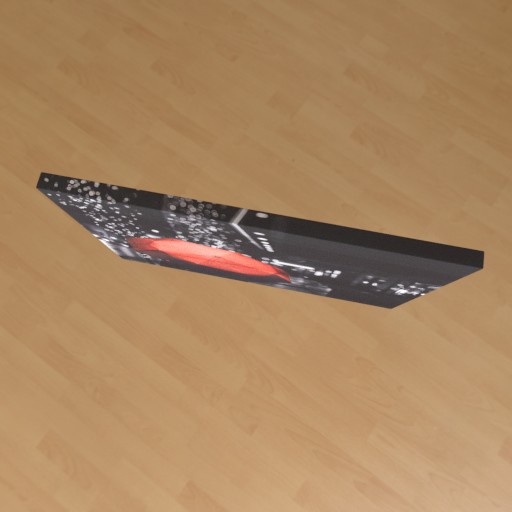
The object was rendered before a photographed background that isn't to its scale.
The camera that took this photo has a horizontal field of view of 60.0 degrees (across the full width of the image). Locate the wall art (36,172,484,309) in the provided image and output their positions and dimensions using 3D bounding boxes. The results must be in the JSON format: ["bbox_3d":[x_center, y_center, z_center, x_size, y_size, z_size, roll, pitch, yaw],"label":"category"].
[{"bbox_3d":[0.000,0.000,1.187,0.914,0.609,0.038,10,76,3],"label":"wall art"}]
